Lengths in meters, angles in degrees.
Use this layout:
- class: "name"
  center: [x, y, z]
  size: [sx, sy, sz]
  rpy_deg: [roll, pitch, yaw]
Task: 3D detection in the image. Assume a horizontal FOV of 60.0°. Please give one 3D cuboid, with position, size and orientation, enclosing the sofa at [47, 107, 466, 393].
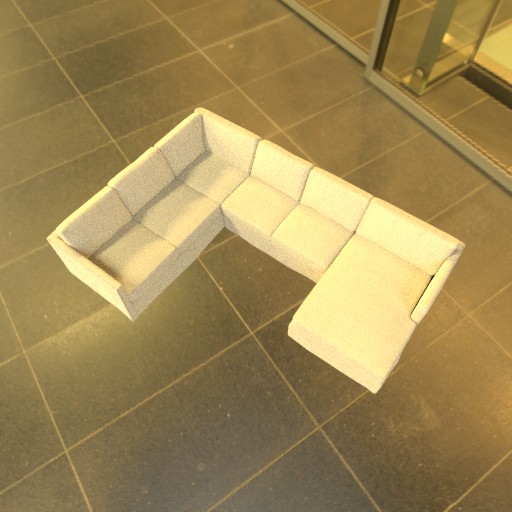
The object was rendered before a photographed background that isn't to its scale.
- class: "sofa"
  center: [0.000, 0.000, 4.619]
  size: [3.460, 0.882, 2.427]
  rpy_deg: [32, 63, 18]
